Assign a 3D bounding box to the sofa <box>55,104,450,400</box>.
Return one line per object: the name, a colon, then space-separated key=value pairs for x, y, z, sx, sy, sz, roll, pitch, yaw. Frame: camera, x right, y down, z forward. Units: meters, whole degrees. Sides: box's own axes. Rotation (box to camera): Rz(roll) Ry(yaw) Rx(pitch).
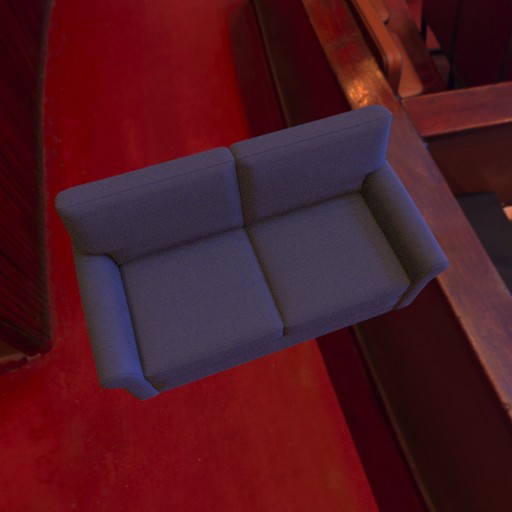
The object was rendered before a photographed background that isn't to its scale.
sofa: x=0.000 y=0.000 z=2.548 sx=1.930 sy=1.020 sz=0.940 roll=-18 pitch=64 yaw=-9
